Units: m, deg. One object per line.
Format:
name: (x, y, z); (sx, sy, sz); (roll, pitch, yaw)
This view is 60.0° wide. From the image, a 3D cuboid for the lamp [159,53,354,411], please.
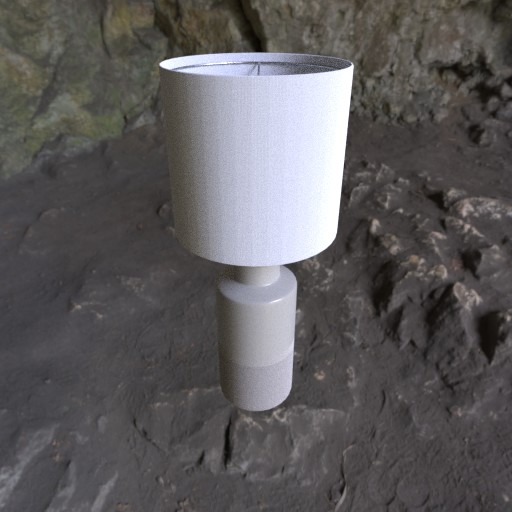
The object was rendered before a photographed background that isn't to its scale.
lamp: (0.000, 0.000, 0.612); (0.212, 0.493, 0.212); (1, 30, 2)
